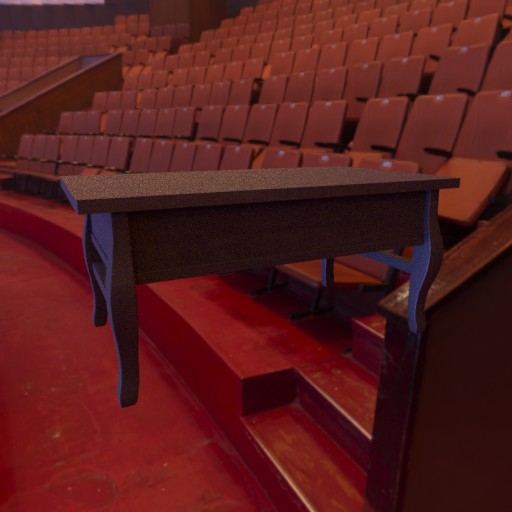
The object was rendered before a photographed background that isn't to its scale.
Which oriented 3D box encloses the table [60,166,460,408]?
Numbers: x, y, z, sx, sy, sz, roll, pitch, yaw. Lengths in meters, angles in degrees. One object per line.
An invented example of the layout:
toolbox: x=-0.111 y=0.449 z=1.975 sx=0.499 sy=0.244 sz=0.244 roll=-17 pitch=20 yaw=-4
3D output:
table: x=0.000 y=0.000 z=1.403 sx=1.062 sy=0.494 sz=0.600 roll=-7 pitch=17 yaw=-25
